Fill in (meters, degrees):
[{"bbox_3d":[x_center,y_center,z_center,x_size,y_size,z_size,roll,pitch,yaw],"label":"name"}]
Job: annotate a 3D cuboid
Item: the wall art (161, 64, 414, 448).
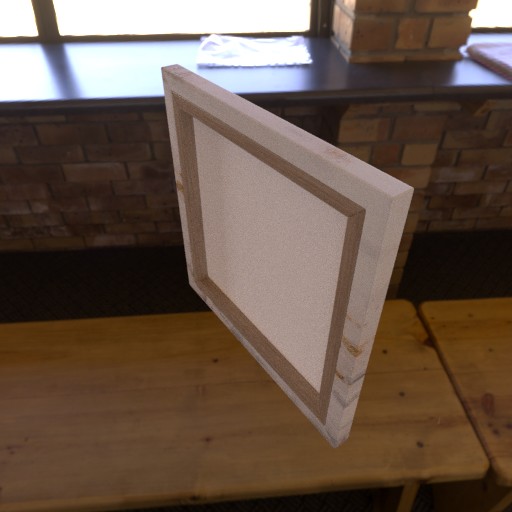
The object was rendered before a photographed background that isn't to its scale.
[{"bbox_3d":[0.000,0.000,0.922,0.040,0.613,0.611,-25,46,-27],"label":"wall art"}]
